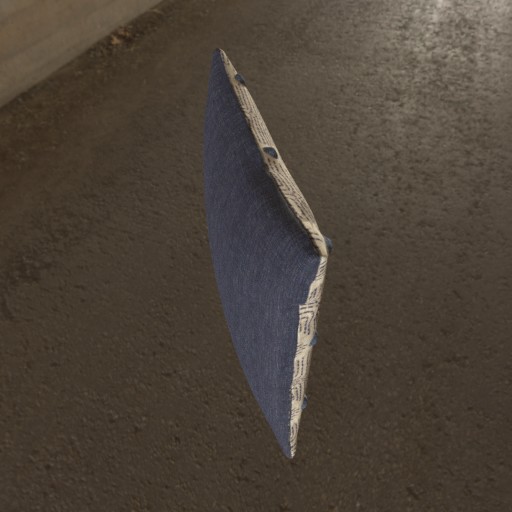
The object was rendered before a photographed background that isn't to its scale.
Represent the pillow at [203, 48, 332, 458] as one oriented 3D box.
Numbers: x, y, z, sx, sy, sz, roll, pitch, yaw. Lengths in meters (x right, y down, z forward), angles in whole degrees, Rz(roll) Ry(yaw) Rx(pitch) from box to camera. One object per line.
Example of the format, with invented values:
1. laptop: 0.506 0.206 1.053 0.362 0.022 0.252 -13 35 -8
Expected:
1. pillow: 0.000 0.000 0.761 0.145 0.510 0.510 -11 47 -10
